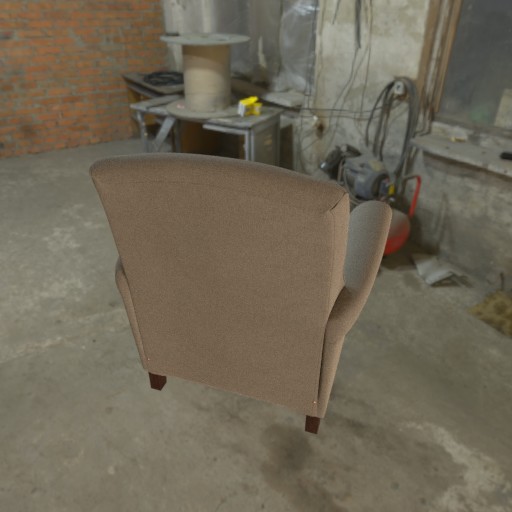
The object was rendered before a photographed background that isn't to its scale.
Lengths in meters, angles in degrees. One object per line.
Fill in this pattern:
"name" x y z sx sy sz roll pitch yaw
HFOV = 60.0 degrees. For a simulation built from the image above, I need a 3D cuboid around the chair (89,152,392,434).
"chair" 0.000 0.000 1.771 0.978 1.061 0.905 10 32 16
